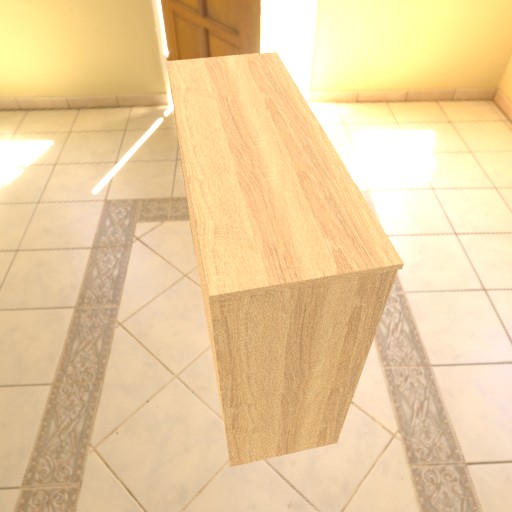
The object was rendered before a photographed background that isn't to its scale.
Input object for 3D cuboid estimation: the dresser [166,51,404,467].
[{"bbox_3d":[0.000,0.000,1.457,0.380,0.900,0.980,-9,47,-8],"label":"dresser"}]
